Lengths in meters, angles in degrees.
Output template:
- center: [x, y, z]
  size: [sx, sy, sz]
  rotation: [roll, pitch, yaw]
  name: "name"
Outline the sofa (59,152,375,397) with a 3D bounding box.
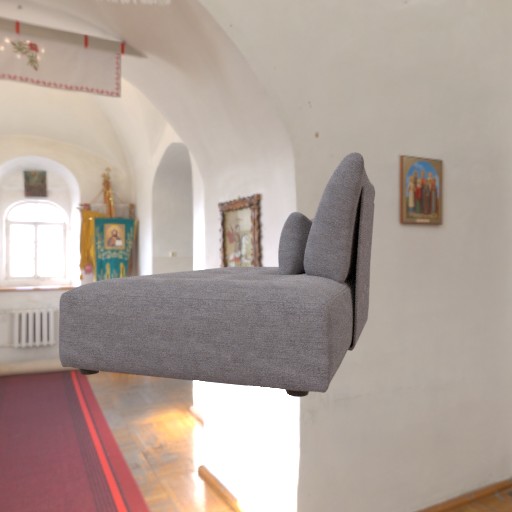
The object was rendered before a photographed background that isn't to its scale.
- center: [0.000, 0.000, 2.054]
  size: [1.002, 0.820, 1.450]
  rotation: [0, 1, 18]
  name: "sofa"
